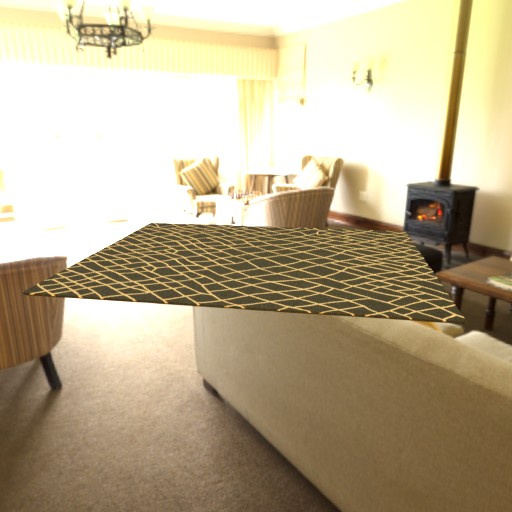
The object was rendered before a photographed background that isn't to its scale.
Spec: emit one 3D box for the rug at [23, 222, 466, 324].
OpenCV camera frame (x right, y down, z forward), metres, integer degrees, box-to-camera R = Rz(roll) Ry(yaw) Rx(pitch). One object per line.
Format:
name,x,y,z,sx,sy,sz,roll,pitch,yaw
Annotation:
rug,0.000,0.000,4.117,3.047,0.022,2.439,3,17,9
